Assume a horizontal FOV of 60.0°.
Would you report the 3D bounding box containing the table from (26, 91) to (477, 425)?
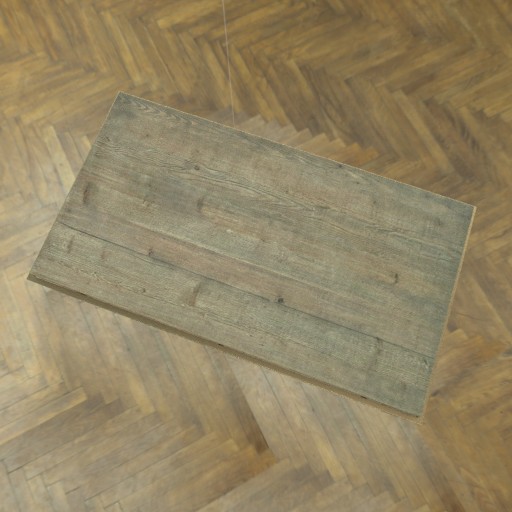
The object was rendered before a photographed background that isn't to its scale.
[{"bbox_3d":[0.000,0.000,1.732,1.387,0.468,0.775,19,77,5],"label":"table"}]
